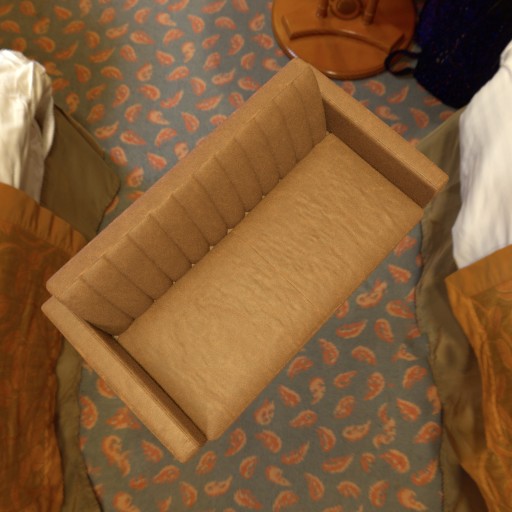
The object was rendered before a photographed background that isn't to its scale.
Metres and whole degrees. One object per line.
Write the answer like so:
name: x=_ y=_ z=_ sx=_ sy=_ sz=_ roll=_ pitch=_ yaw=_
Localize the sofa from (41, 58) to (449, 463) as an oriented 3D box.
sofa: x=0.000 y=0.000 z=2.326 sx=0.993 sy=0.821 sz=1.847 roll=43 pitch=79 yaw=10
